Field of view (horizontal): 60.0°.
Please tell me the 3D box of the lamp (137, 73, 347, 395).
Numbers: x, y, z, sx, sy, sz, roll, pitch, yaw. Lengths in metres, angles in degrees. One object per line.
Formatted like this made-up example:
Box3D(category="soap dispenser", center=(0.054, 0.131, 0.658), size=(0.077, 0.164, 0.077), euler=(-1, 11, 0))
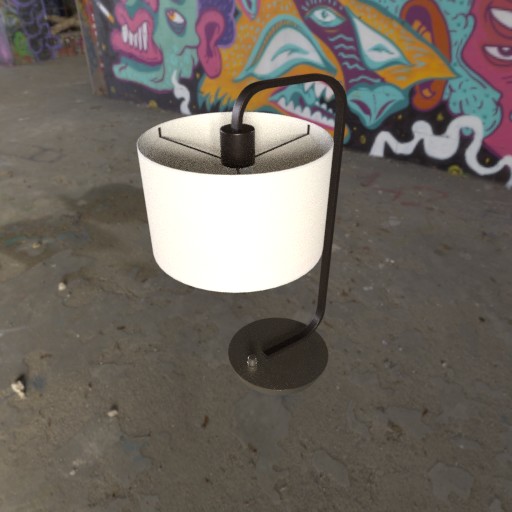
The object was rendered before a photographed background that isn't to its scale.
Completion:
Box3D(category="lamp", center=(0.000, 0.000, 0.637), size=(0.288, 0.473, 0.230), euler=(-20, 38, -28))
